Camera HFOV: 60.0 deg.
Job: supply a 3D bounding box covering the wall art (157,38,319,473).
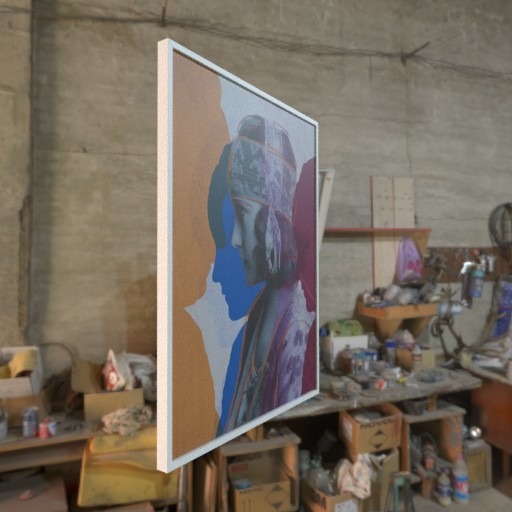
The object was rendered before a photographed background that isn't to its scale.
[{"bbox_3d":[0.000,0.000,1.404,0.039,1.050,0.795,-1,-1,35],"label":"wall art"}]
